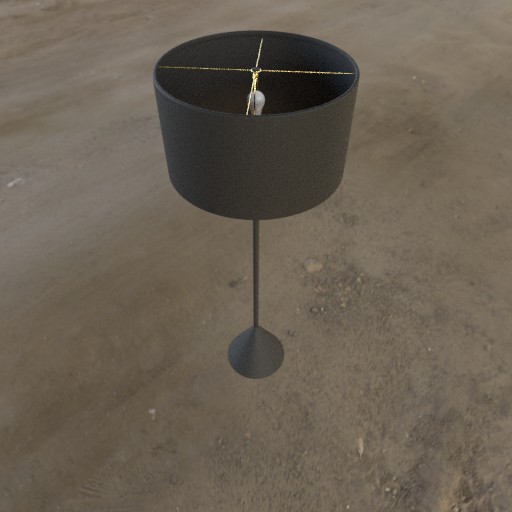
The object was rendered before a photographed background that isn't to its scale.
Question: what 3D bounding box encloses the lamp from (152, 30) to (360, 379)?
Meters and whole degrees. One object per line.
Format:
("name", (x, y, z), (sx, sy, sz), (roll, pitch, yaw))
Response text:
("lamp", (0.000, 0.000, 1.794), (0.580, 1.526, 0.580), (3, 45, 3))
